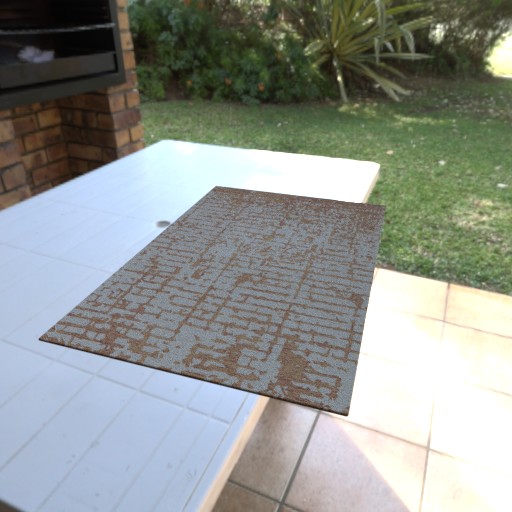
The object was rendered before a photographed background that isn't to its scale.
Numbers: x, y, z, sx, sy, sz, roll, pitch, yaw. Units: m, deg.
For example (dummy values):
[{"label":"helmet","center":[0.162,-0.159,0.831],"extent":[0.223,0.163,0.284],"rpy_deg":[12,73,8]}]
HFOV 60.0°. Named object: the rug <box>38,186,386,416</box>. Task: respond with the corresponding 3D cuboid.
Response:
[{"label":"rug","center":[0.000,0.000,2.346],"extent":[1.219,0.011,1.829],"rpy_deg":[9,30,16]}]
